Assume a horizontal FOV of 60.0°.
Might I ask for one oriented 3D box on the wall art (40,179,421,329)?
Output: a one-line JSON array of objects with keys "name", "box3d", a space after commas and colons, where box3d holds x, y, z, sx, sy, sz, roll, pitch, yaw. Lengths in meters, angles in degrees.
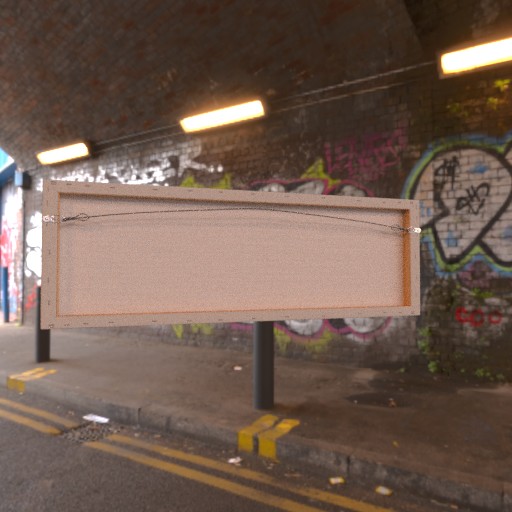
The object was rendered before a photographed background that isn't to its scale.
[{"name": "wall art", "box3d": [0.000, 0.000, 0.862, 0.759, 0.254, 0.044, 1, -2, -18]}]
